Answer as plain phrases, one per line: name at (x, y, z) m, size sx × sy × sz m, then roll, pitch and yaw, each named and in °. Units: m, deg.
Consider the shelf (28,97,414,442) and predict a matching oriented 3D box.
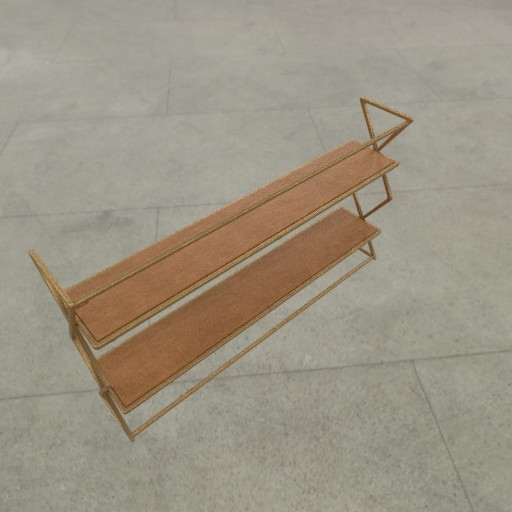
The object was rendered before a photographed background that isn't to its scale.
shelf at (0.000, 0.000, 1.003) m, size 0.822 × 0.450 × 0.150 m, roll -32°, pitch 53°, yaw -28°
